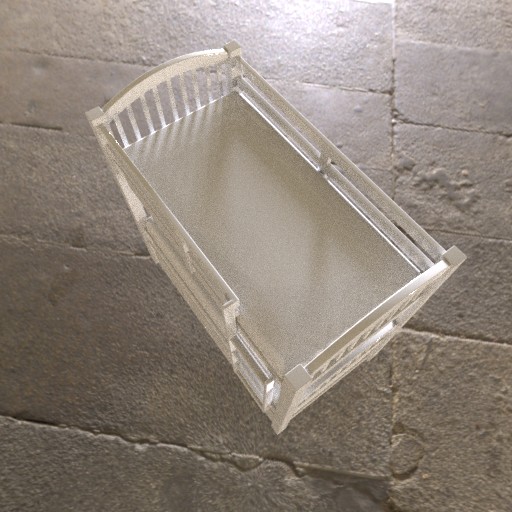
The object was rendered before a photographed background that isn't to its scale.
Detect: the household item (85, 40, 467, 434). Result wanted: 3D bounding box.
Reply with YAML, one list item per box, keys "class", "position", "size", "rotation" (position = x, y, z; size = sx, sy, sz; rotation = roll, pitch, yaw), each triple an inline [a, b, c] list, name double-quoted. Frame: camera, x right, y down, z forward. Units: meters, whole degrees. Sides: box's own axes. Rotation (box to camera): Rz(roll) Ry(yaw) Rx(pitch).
- class: "household item"
  position: [0.000, 0.000, 3.262]
  size: [1.143, 2.032, 2.032]
  rotation: [-33, 68, -16]
